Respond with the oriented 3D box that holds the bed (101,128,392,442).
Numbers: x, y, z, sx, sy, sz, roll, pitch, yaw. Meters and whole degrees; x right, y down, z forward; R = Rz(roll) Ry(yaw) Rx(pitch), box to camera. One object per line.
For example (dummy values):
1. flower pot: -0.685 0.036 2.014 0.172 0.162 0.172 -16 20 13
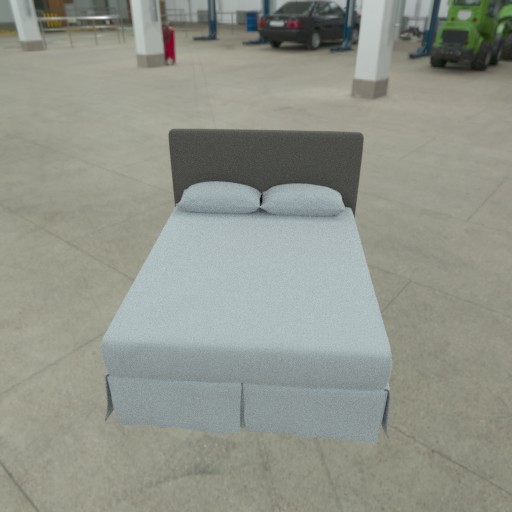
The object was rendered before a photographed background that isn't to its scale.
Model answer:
1. bed: 0.000 0.000 3.274 1.748 1.330 2.142 2 30 4
